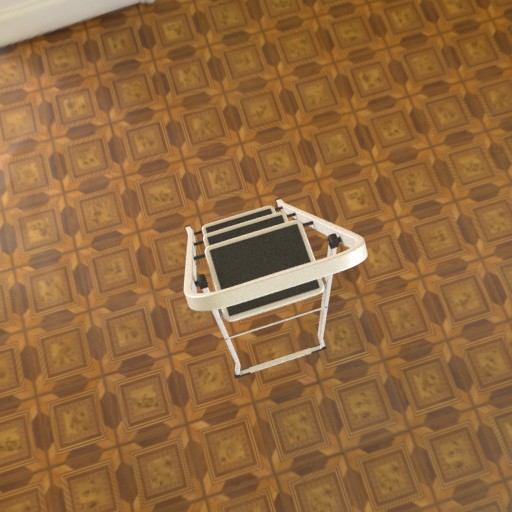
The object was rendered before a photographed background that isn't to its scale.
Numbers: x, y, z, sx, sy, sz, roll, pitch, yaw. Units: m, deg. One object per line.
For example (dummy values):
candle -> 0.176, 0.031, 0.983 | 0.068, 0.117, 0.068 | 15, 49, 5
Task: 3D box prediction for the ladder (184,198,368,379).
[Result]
ladder -> 0.000, 0.000, 1.445 | 0.460, 1.050, 0.711 | -17, 77, -4
